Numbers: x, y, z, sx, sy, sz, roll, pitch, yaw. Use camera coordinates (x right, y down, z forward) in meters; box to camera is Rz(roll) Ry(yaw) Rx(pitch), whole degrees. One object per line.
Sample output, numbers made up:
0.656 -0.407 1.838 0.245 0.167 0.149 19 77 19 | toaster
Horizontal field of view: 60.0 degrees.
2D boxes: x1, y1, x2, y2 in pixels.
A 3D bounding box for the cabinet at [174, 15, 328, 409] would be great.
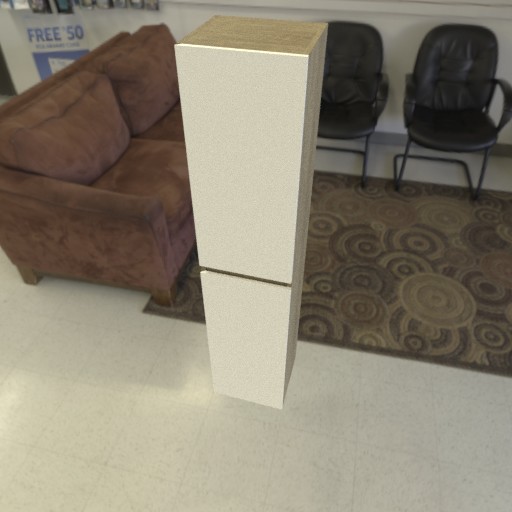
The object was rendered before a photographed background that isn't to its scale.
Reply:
0.000 0.000 1.508 0.300 1.400 0.270 11 42 12 | cabinet
